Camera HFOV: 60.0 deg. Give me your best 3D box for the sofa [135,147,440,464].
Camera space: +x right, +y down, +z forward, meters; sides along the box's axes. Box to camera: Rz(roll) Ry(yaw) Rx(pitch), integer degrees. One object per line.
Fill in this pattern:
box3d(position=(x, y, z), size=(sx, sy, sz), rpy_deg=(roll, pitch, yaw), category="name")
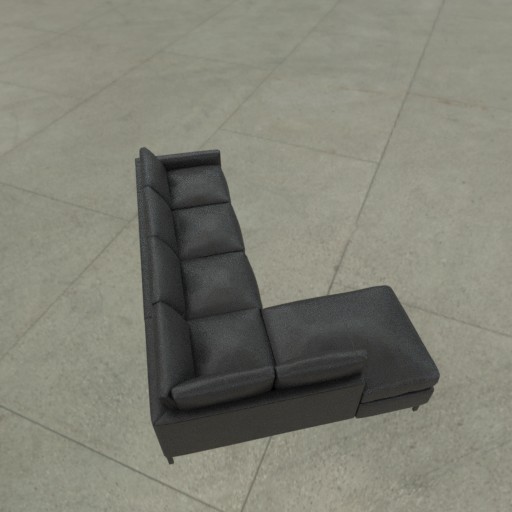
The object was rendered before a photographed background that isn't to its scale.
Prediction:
box3d(position=(0.000, 0.000, 3.920), size=(1.938, 0.877, 2.984), rpy_deg=(-9, 46, -9), category="sofa")
